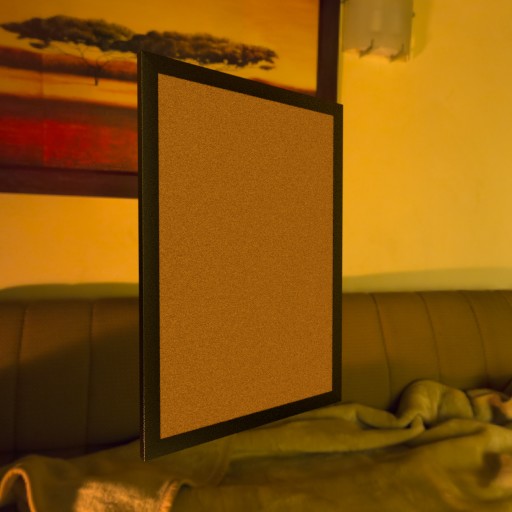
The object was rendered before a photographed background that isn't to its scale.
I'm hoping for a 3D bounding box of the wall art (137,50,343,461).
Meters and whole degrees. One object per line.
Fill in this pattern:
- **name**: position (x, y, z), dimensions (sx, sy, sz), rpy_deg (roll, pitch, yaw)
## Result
- **wall art**: position (0.000, 0.000, 0.560), dimensions (0.304, 0.432, 0.013), rpy_deg (-1, 2, -36)
